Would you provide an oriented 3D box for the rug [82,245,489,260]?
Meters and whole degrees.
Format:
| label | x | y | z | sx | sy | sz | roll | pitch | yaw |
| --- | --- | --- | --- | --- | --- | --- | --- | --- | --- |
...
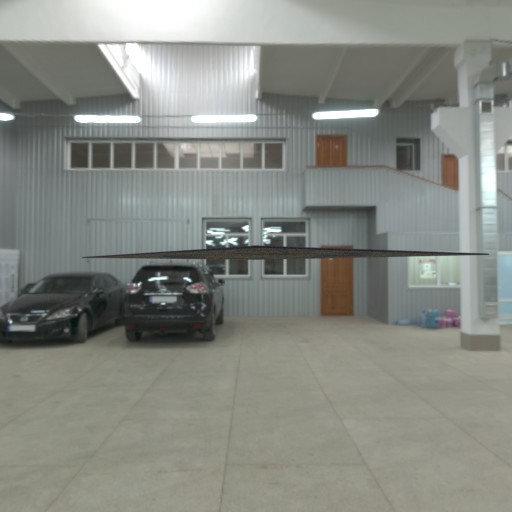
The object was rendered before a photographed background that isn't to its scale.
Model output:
| label | x | y | z | sx | sy | sz | roll | pitch | yaw |
| --- | --- | --- | --- | --- | --- | --- | --- | --- | --- |
| rug | 0.000 | 0.000 | 2.899 | 1.630 | 0.009 | 2.232 | 1 | -2 | -36 |
